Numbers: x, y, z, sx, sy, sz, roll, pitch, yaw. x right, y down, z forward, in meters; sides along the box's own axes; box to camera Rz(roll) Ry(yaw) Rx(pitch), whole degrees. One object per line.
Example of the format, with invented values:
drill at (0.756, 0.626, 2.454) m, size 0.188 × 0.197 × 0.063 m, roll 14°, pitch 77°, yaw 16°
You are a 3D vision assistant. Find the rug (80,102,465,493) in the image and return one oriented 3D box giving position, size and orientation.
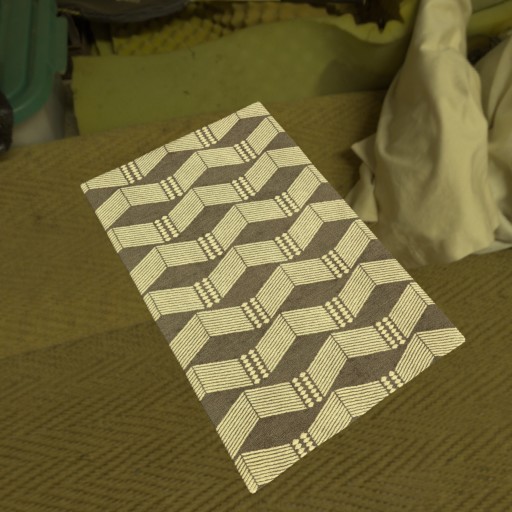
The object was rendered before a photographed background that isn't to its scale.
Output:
rug at (0.000, 0.000, 2.312) m, size 1.210 × 0.016 × 1.833 m, roll -30°, pitch 67°, yaw -14°
